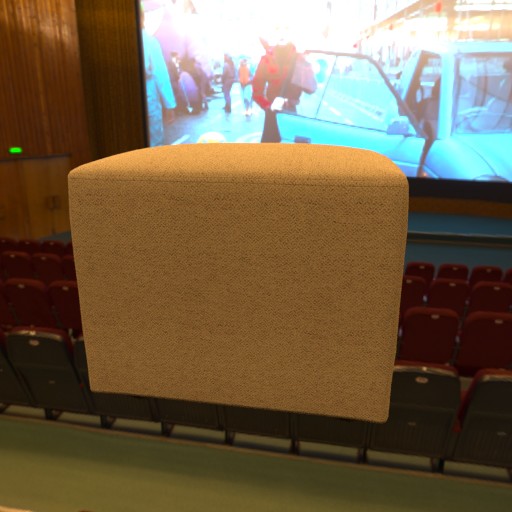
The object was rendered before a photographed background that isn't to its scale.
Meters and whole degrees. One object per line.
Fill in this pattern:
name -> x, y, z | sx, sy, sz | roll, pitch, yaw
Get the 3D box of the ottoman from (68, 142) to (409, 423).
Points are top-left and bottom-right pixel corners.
ottoman -> 0.000, 0.000, 0.919 | 0.521, 0.453, 0.512 | 3, 17, 9
